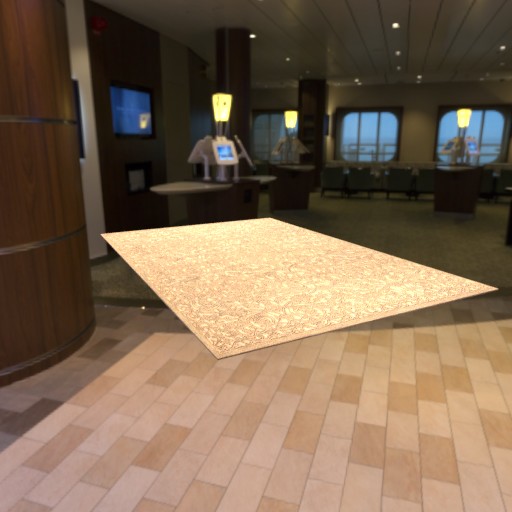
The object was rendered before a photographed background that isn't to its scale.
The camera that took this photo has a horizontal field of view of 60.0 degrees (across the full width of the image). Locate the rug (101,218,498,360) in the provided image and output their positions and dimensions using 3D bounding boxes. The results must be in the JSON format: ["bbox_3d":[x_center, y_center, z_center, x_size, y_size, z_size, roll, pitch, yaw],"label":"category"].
[{"bbox_3d":[0.000,0.000,2.271,1.221,0.006,1.827,-8,17,-27],"label":"rug"}]
